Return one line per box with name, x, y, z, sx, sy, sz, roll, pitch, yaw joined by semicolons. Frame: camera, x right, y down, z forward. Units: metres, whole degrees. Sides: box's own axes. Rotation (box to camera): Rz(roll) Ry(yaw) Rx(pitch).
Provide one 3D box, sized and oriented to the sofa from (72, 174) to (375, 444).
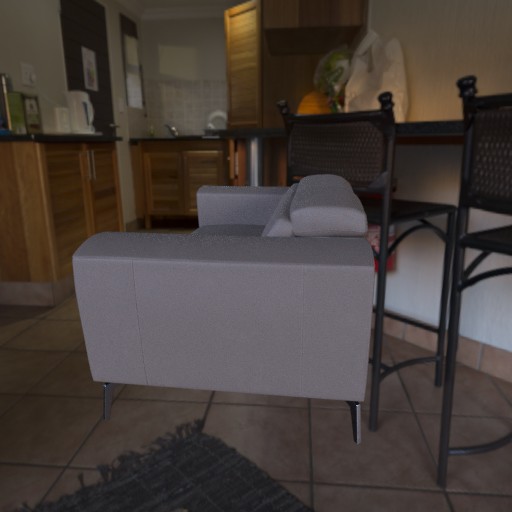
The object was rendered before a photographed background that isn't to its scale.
sofa;0.000;0.000;2.339;1.003;0.779;1.895;2;16;7
